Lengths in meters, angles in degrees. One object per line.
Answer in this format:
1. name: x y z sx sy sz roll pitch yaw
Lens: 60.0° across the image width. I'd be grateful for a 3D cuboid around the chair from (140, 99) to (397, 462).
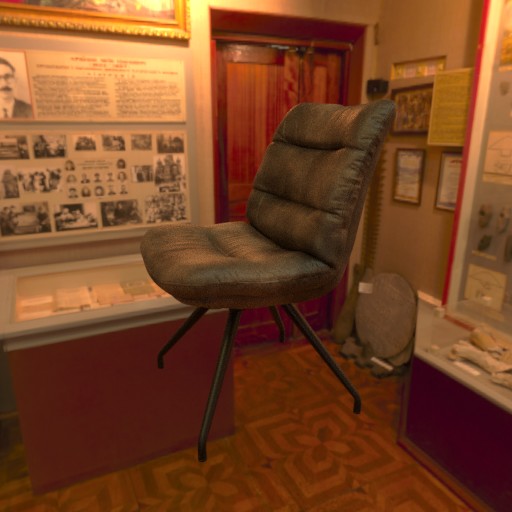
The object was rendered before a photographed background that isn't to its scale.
1. chair: 0.000 0.000 1.292 0.622 0.870 0.549 -7 18 -23
